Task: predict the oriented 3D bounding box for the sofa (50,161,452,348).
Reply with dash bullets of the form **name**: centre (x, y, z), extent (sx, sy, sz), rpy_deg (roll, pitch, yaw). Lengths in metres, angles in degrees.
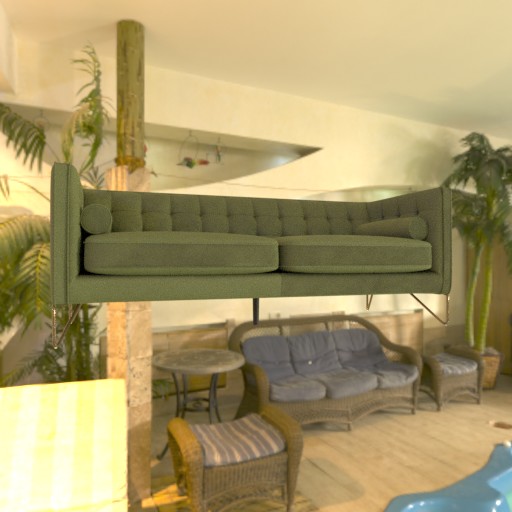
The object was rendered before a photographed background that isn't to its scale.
- **sofa**: centre (0.000, 0.000, 2.549), extent (2.087, 0.789, 0.867), rpy_deg (0, -1, -19)
